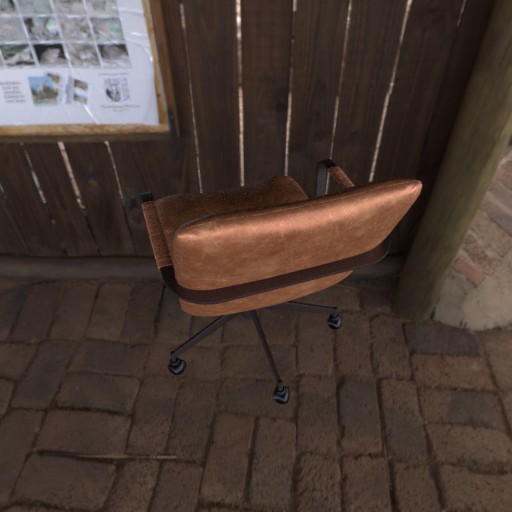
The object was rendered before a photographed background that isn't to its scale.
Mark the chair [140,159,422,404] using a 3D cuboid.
[{"bbox_3d":[0.000,0.000,1.483,0.727,0.922,0.754,-13,44,-14],"label":"chair"}]
